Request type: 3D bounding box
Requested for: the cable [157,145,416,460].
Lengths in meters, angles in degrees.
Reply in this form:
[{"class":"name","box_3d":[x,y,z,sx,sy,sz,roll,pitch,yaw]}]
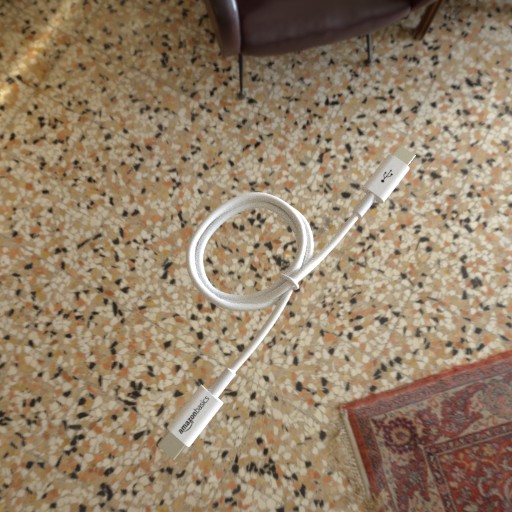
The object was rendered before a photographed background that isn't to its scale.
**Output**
[{"class":"cable","box_3d":[0.000,0.000,0.231,0.070,0.014,0.203,38,79,9]}]
